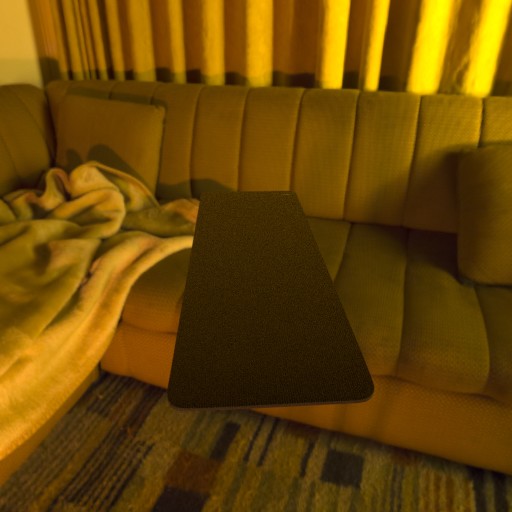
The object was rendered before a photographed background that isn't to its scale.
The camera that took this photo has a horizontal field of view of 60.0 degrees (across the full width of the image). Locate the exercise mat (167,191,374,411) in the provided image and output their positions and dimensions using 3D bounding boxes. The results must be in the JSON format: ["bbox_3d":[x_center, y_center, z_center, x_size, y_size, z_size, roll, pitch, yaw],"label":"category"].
[{"bbox_3d":[0.000,0.000,2.089,0.616,0.021,1.869,-1,27,-3],"label":"exercise mat"}]
